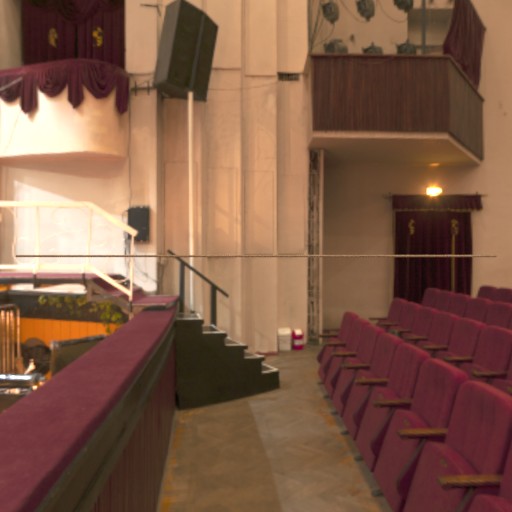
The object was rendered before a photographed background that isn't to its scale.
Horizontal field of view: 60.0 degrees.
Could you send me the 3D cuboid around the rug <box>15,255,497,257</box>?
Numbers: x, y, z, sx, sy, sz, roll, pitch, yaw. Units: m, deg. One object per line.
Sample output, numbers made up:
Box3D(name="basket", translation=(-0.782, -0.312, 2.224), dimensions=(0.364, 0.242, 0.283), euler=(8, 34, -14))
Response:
Box3D(name="rug", translation=(0.000, 0.000, 2.996), dimensions=(2.435, 0.011, 1.517), euler=(0, 0, 0))
